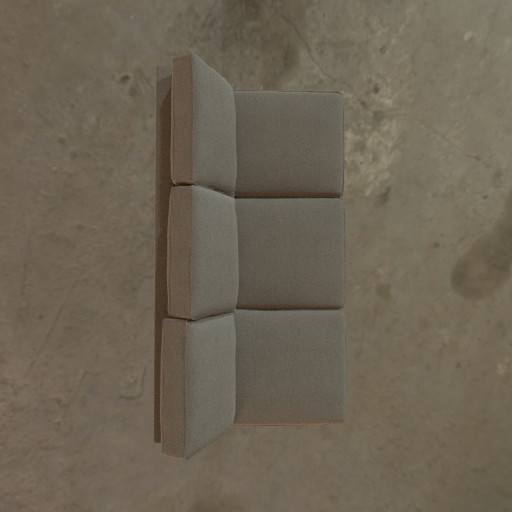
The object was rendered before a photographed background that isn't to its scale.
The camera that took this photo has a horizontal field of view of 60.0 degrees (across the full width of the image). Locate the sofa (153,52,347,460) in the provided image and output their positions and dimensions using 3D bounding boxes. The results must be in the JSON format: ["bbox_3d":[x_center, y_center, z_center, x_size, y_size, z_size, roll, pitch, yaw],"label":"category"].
[{"bbox_3d":[0.000,0.000,2.741,1.127,1.036,2.092,0,88,-1],"label":"sofa"}]
